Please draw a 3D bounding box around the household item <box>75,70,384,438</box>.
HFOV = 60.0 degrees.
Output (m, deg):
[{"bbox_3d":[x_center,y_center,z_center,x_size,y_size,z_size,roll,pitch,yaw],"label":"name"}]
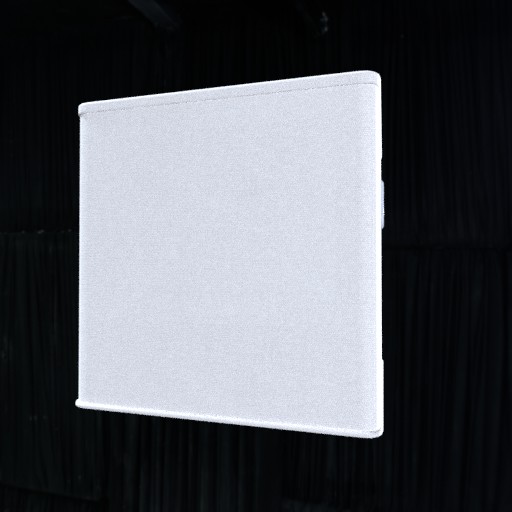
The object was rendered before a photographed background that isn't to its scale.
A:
[{"bbox_3d":[0.000,0.000,0.550,0.305,0.305,0.305,0,-1,16],"label":"household item"}]
